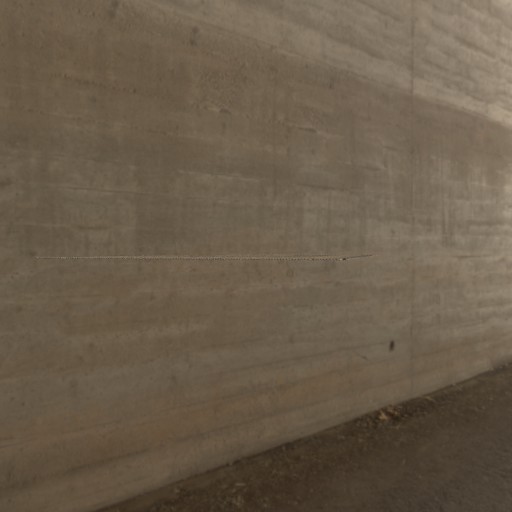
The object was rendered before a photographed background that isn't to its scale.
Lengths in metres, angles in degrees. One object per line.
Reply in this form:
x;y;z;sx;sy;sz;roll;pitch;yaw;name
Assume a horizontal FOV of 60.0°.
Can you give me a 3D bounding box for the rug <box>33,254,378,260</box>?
0.000;0.000;3.108;1.528;0.010;2.440;0;1;19;rug
